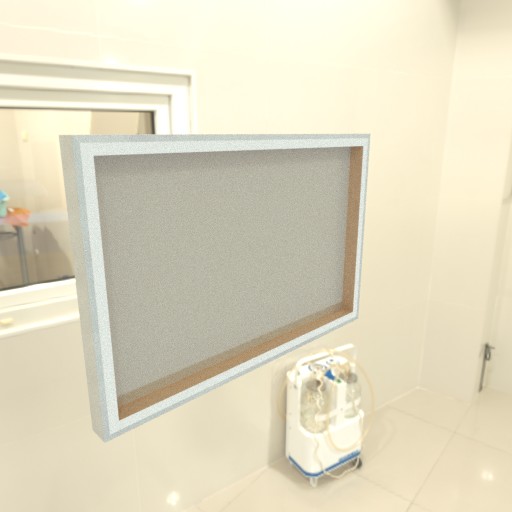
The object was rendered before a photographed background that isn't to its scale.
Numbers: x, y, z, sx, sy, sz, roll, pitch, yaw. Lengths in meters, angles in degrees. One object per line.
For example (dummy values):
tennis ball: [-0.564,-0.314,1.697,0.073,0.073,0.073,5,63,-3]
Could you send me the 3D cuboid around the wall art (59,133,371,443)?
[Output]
wall art: [0.000,0.000,0.768,0.609,0.407,0.038,-14,21,-42]
